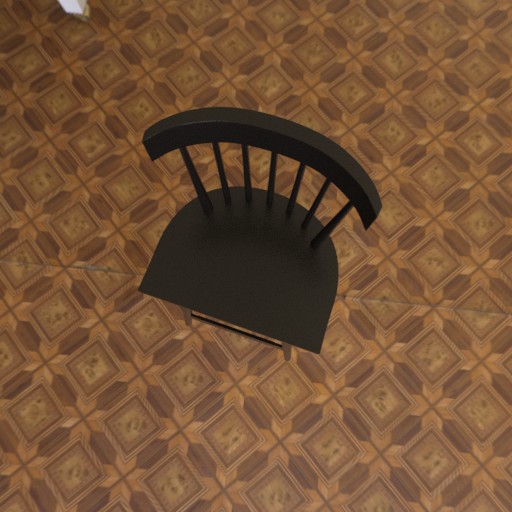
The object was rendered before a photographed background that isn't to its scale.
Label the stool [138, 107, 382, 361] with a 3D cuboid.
[{"bbox_3d":[0.000,0.000,1.311,0.482,1.092,0.483,19,77,4],"label":"stool"}]
